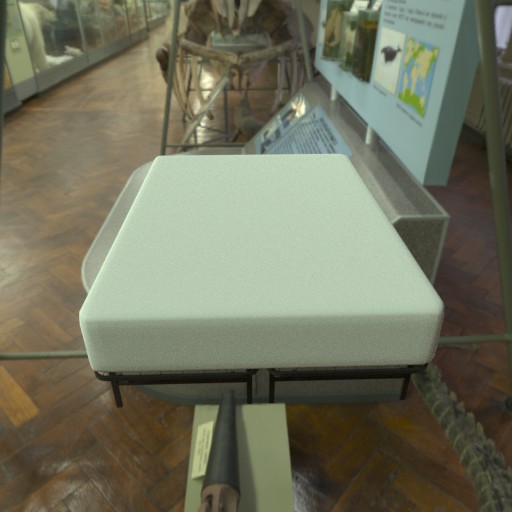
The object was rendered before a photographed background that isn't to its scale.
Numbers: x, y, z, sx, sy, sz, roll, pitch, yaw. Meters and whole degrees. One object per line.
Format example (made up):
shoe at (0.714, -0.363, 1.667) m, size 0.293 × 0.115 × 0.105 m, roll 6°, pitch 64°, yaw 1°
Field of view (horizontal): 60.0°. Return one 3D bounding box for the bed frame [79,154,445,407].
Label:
bed frame at (0.000, 0.000, 2.812) m, size 1.528 × 0.677 × 2.037 m, roll -1°, pitch 31°, yaw -2°
